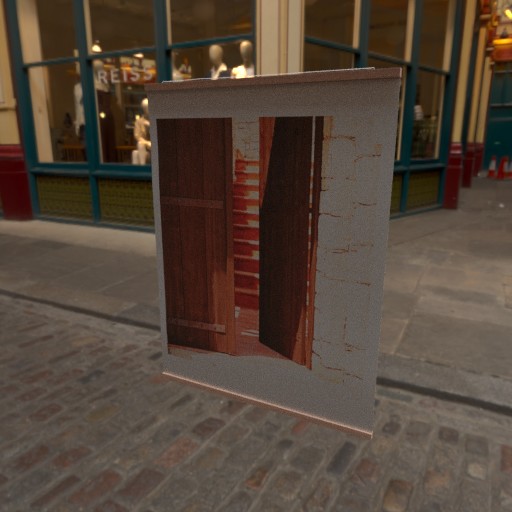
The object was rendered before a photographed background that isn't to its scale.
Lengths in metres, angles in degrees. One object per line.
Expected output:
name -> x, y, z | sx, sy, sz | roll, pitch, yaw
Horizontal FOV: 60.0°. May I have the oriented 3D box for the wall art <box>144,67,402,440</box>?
wall art -> 0.000, 0.000, 1.328 | 0.758, 1.013, 0.020 | 8, 17, 26
